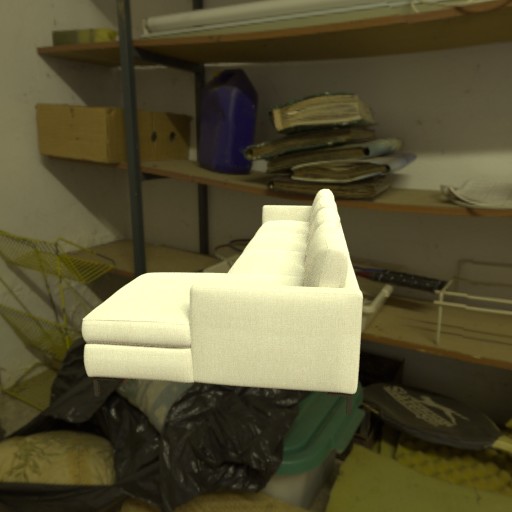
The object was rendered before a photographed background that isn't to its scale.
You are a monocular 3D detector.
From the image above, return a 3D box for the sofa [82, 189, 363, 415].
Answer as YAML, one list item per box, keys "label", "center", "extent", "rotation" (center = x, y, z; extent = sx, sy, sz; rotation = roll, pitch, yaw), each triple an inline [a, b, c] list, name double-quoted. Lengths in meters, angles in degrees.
- label: "sofa"
  center: [0.000, 0.000, 2.883]
  extent: [1.126, 0.677, 2.445]
  rotation: [2, 14, 8]
